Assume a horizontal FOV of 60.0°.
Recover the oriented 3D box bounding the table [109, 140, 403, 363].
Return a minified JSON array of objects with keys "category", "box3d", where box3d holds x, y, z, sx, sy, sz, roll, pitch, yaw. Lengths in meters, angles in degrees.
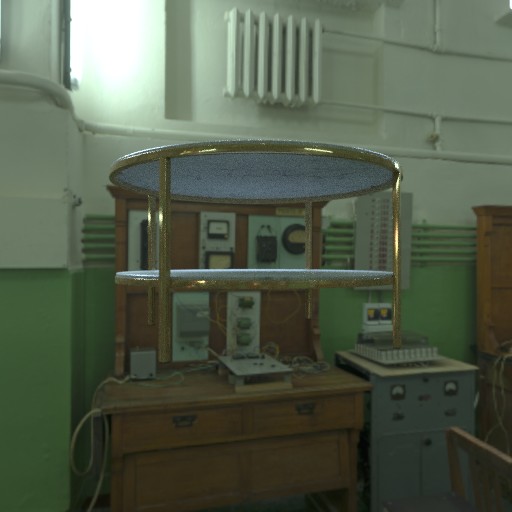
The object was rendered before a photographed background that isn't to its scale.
[{"category":"table","box3d":[0.000,0.000,1.267,0.800,0.450,0.800,0,-1,0]}]
